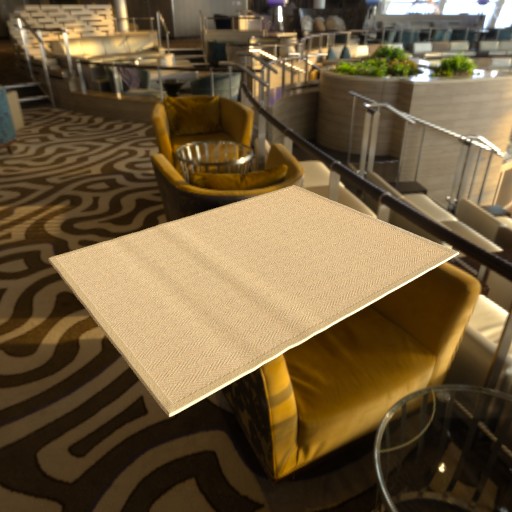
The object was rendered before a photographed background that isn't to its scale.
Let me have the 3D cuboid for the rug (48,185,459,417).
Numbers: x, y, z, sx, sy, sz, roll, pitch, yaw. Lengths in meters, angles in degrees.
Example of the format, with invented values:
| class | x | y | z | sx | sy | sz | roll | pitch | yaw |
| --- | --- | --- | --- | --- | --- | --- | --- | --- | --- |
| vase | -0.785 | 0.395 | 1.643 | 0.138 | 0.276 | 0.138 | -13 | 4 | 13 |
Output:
| class | x | y | z | sx | sy | sz | roll | pitch | yaw |
| --- | --- | --- | --- | --- | --- | --- | --- | --- | --- |
| rug | 0.000 | 0.000 | 4.902 | 3.659 | 0.037 | 2.734 | -21 | 36 | -33 |
